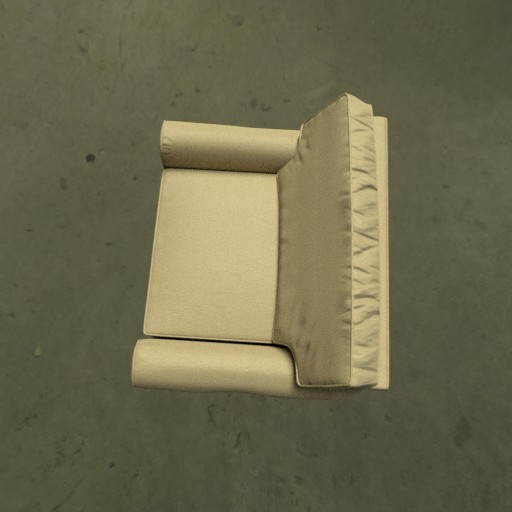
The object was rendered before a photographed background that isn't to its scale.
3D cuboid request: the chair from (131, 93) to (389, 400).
[{"bbox_3d":[0.000,0.000,1.824,0.903,0.937,1.096,3,76,1],"label":"chair"}]
